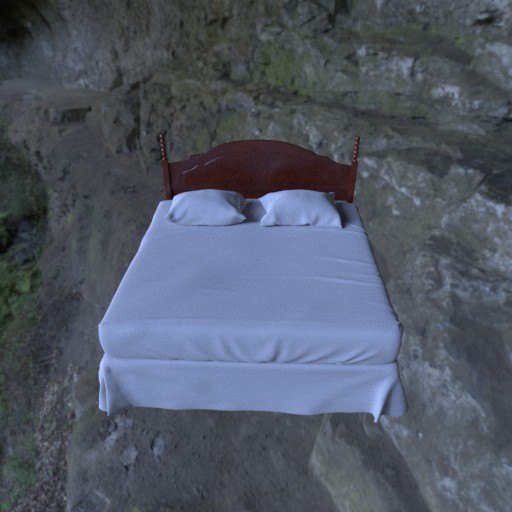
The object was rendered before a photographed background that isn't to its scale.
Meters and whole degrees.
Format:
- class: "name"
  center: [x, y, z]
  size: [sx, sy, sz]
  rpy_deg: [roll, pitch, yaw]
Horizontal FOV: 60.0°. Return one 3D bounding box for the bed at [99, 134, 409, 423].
- class: "bed"
  center: [0.000, 0.000, 3.664]
  size: [2.322, 1.355, 2.219]
  rpy_deg: [1, 33, 2]
